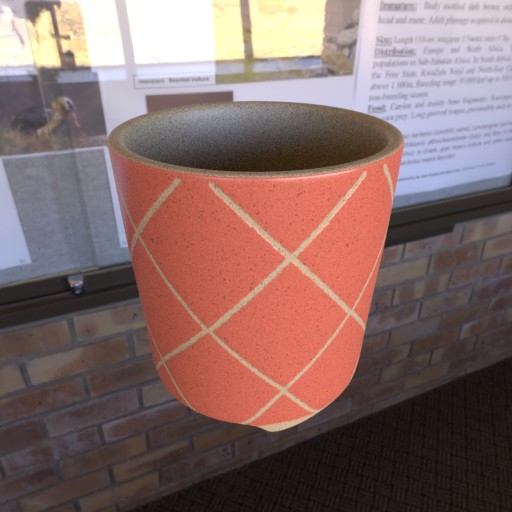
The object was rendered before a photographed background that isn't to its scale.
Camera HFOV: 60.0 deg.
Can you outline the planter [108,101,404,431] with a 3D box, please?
[{"bbox_3d":[0.000,0.000,0.410,0.227,0.235,0.227,0,30,0],"label":"planter"}]
